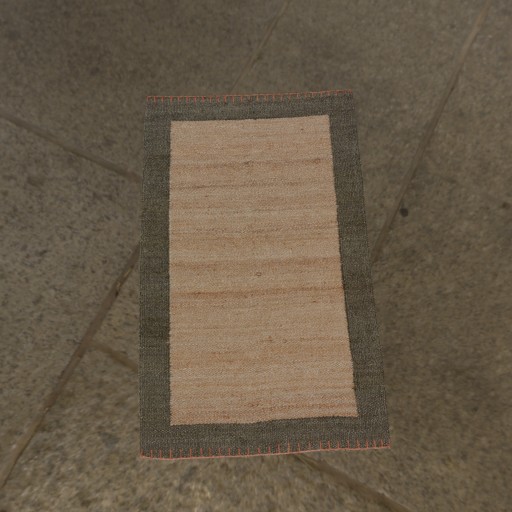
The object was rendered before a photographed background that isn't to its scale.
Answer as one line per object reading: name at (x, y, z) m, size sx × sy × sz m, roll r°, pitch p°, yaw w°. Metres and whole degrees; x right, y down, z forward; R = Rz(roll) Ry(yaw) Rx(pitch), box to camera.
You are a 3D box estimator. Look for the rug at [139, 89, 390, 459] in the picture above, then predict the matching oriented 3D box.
rug at (0.000, 0.000, 2.908) m, size 1.521 × 0.006 × 2.435 m, roll -2°, pitch 76°, yaw -1°
